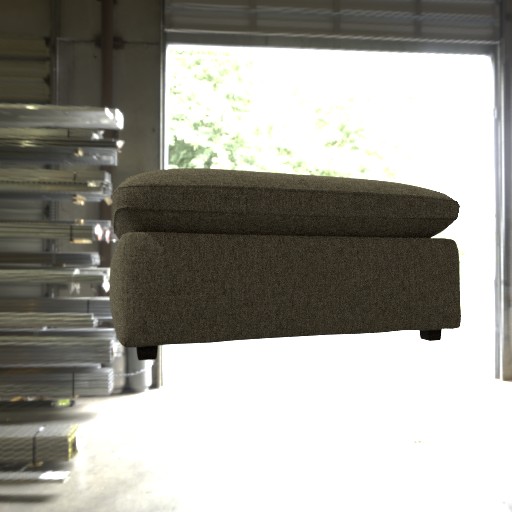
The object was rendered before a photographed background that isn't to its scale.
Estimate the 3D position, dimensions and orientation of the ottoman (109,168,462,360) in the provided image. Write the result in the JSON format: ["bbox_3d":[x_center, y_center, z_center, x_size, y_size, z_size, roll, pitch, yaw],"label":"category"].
[{"bbox_3d":[0.000,0.000,1.650,1.035,0.526,1.039,0,-1,-18],"label":"ottoman"}]
